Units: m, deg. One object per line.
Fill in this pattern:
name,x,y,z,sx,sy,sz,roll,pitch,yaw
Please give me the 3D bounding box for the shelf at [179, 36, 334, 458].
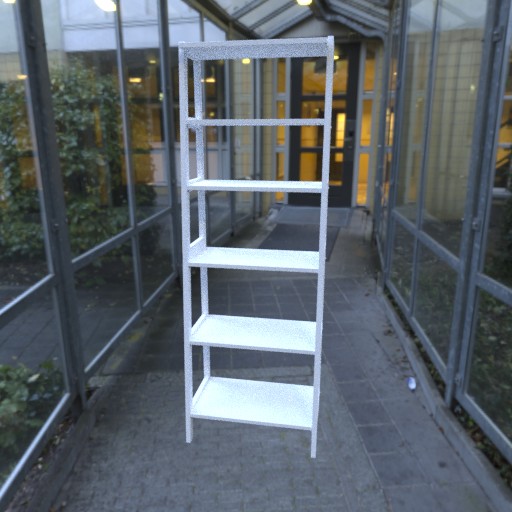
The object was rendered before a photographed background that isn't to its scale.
shelf,0.000,0.000,2.133,0.660,1.892,0.381,3,15,10
